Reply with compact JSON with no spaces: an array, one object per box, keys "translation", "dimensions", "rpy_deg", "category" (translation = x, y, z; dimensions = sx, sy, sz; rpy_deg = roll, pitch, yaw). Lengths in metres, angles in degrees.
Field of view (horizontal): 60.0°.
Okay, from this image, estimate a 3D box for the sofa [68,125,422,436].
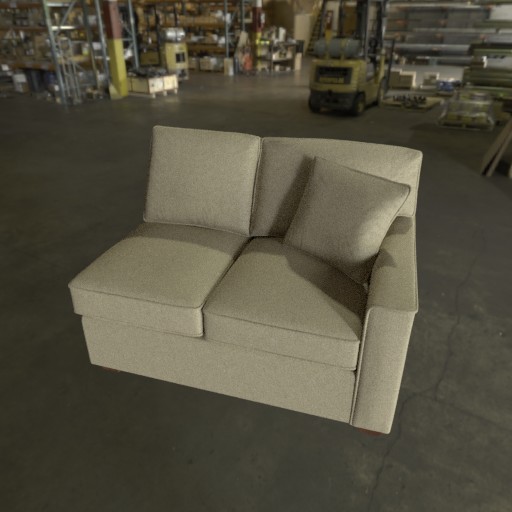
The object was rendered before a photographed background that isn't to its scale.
[{"translation":[0.000,0.000,2.070],"dimensions":[1.388,0.989,0.991],"rpy_deg":[8,29,15],"category":"sofa"}]
